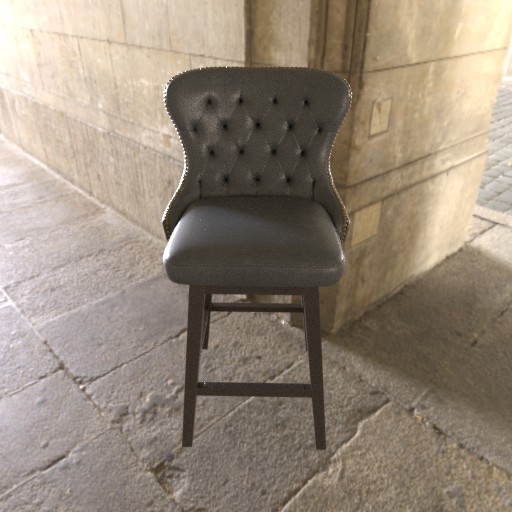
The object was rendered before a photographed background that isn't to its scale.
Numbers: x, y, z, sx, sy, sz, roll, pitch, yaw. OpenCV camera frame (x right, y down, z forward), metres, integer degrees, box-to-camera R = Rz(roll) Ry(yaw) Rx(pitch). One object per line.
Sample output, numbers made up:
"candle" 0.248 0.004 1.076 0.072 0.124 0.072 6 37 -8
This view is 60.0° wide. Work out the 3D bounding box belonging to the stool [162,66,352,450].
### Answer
"stool" 0.000 0.000 1.313 0.528 0.971 0.593 1 31 1
